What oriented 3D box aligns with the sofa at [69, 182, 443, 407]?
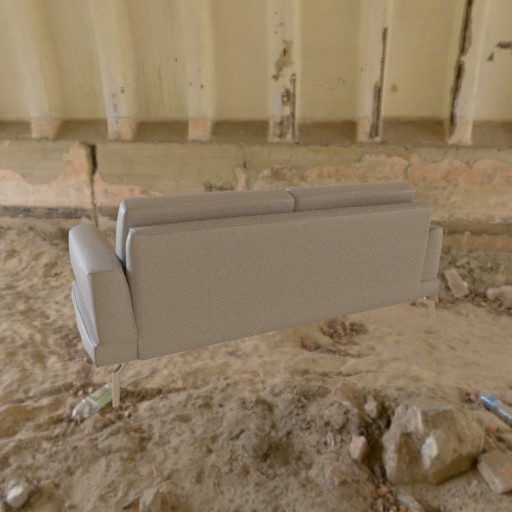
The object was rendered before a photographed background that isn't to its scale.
[{"bbox_3d":[0.000,0.000,2.801,2.177,0.930,1.121,-8,17,-26],"label":"sofa"}]
